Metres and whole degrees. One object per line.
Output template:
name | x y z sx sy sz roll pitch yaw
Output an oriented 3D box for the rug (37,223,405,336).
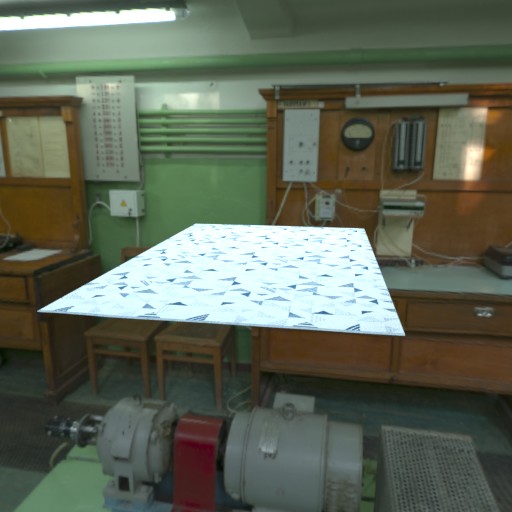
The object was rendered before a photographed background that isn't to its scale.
rug | 0.000 0.000 2.285 1.206 0.003 1.835 2 14 9
